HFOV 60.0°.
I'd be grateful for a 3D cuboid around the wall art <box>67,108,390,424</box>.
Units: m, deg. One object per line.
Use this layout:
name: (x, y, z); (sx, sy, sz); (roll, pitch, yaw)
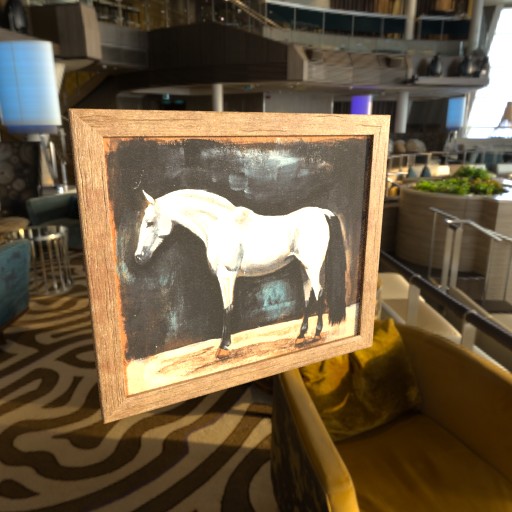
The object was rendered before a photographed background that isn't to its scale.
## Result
wall art: (0.000, 0.000, 0.955); (0.690, 0.588, 0.026); (-8, 18, -27)
